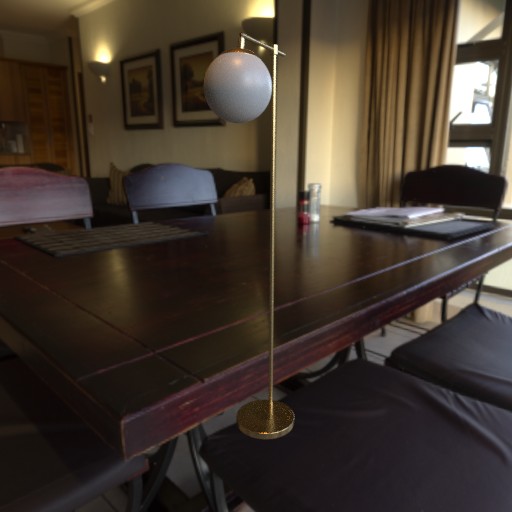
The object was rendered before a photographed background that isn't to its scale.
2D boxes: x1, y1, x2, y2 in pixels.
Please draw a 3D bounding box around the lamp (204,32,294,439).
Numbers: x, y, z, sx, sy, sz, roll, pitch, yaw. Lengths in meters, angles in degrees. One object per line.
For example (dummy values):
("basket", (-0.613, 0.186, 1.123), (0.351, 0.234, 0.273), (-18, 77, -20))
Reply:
("lamp", (0.000, 0.000, 1.656), (0.249, 1.505, 0.476), (7, 15, 25))
